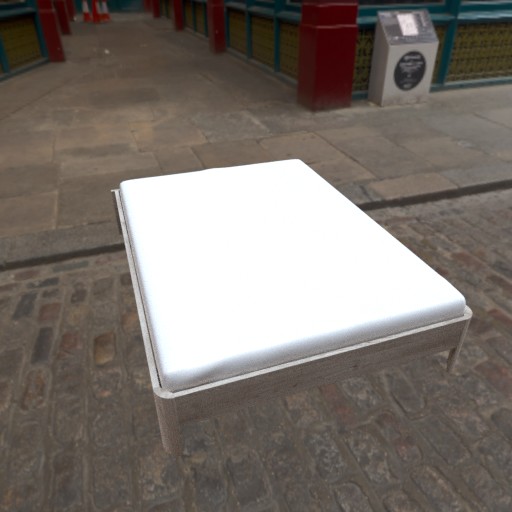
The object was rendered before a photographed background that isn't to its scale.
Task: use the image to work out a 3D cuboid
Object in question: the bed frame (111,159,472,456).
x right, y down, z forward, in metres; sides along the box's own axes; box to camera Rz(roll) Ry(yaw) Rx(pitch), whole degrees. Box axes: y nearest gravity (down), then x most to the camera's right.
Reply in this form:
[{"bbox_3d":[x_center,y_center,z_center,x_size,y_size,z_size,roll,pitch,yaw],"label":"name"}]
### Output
[{"bbox_3d":[0.000,0.000,2.627,1.490,0.462,1.950,-11,34,-16],"label":"bed frame"}]
